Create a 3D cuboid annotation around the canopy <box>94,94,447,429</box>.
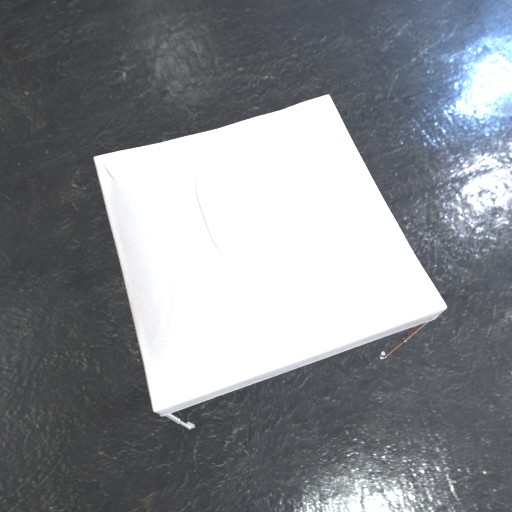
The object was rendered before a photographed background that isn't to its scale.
[{"bbox_3d":[0.000,0.000,5.428,2.996,2.997,2.998,-17,66,-8],"label":"canopy"}]
